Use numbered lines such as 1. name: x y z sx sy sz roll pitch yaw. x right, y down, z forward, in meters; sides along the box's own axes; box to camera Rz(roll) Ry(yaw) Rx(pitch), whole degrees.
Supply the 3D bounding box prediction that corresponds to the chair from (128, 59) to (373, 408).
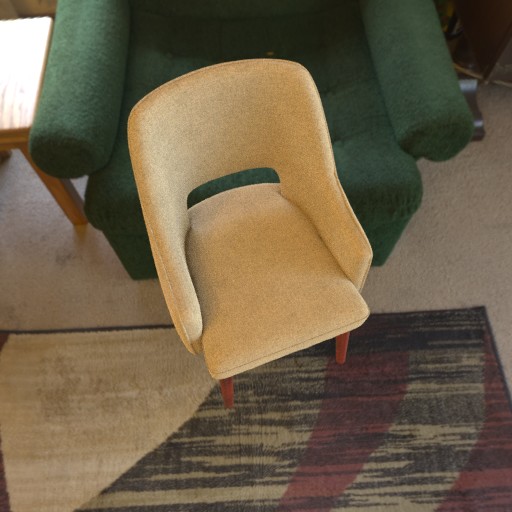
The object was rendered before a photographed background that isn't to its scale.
1. chair: 0.000 0.000 1.268 0.548 0.849 0.605 -19 65 -9
